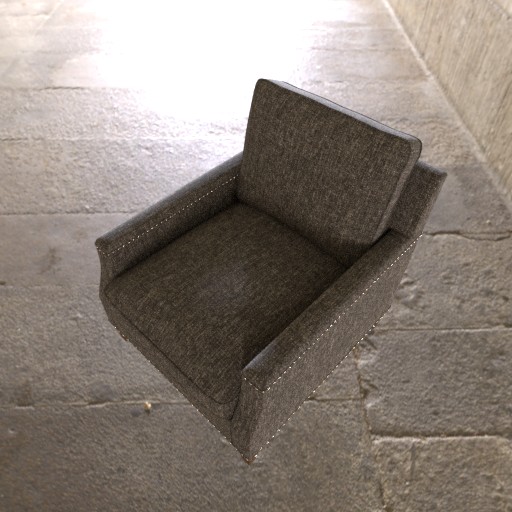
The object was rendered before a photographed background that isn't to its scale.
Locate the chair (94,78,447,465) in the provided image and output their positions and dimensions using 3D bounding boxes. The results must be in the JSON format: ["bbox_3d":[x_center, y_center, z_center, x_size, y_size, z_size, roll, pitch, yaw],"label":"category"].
[{"bbox_3d":[0.000,0.000,1.684,0.853,0.943,1.014,35,56,28],"label":"chair"}]
